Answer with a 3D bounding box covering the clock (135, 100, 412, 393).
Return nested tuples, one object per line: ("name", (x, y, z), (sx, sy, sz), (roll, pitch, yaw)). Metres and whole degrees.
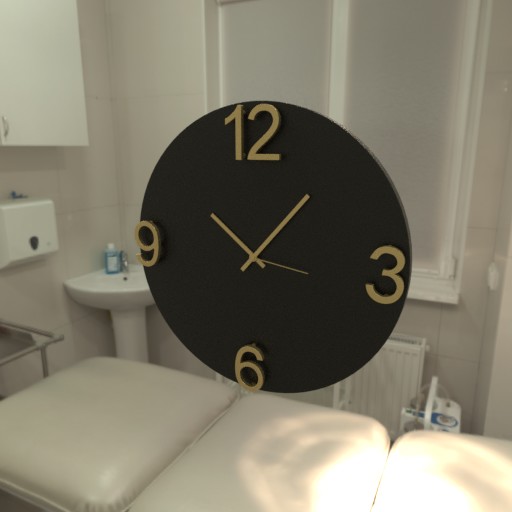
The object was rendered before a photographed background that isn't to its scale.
("clock", (0.000, 0.000, 0.683), (0.454, 0.454, 0.038), (7, 15, 26))
